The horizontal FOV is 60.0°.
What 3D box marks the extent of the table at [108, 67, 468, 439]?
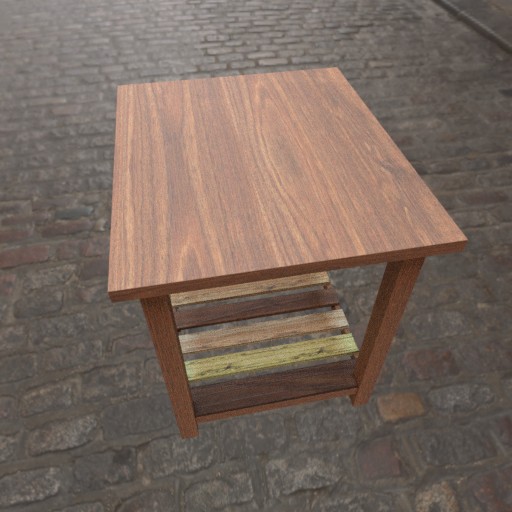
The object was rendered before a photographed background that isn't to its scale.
[{"bbox_3d":[0.000,0.000,1.121,0.559,0.635,0.660,-8,47,-8],"label":"table"}]
